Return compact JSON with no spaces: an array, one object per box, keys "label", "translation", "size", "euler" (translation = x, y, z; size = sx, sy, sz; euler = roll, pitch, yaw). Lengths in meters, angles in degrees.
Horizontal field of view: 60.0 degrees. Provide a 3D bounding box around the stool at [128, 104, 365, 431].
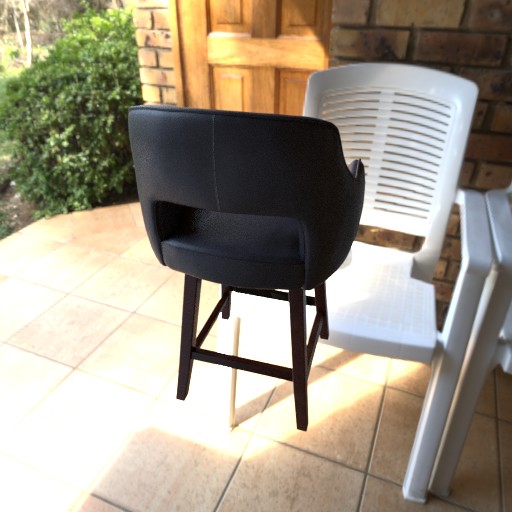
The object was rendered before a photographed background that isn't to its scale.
[{"label":"stool","translation":[0.000,0.000,1.271],"size":[0.550,0.936,0.560],"euler":[9,33,14]}]
